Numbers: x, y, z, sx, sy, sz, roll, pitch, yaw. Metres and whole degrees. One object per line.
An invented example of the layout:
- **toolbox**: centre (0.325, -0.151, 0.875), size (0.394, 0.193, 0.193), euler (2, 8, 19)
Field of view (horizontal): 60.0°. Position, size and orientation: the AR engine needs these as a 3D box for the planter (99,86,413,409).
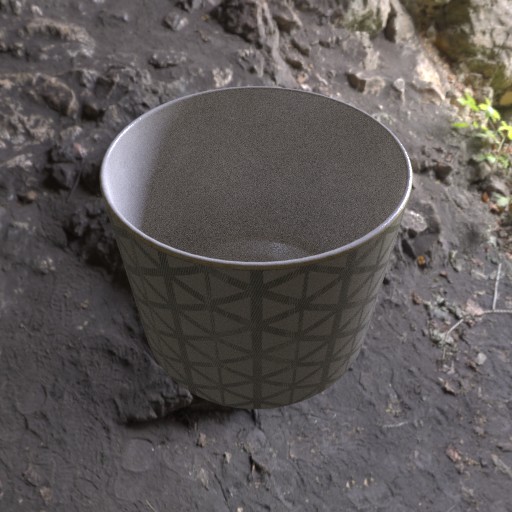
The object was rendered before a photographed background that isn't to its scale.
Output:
- **planter**: centre (0.000, 0.000, 0.341), size (0.190, 0.181, 0.190), euler (0, 46, 0)
